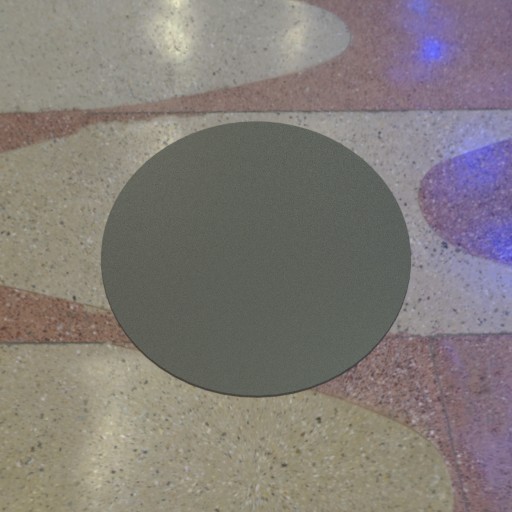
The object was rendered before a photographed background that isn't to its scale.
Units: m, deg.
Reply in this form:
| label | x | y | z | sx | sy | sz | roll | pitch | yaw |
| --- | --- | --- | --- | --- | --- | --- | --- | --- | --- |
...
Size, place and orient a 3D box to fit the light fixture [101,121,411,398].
| label | x | y | z | sx | sy | sz | roll | pitch | yaw |
| --- | --- | --- | --- | --- | --- | --- | --- | --- | --- |
| light fixture | 0.000 | 0.000 | 0.573 | 0.368 | 0.100 | 0.368 | 0 | 63 | 0 |
